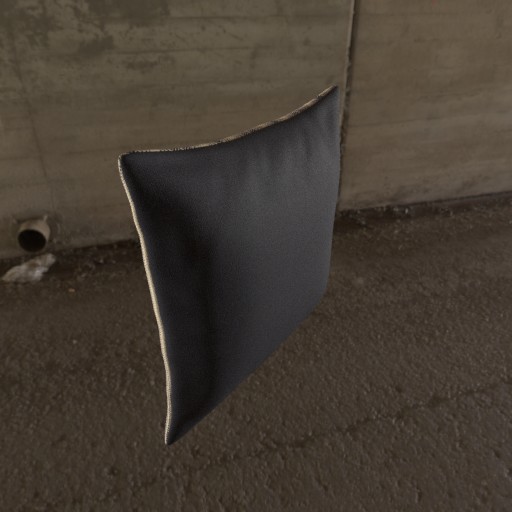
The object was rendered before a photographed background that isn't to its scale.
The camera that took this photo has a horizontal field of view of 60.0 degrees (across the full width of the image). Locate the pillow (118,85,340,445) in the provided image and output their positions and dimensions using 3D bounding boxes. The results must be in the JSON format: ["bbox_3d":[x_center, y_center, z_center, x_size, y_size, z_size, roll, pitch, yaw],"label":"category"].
[{"bbox_3d":[0.000,0.000,0.792,0.166,0.508,0.520,20,36,30],"label":"pillow"}]
